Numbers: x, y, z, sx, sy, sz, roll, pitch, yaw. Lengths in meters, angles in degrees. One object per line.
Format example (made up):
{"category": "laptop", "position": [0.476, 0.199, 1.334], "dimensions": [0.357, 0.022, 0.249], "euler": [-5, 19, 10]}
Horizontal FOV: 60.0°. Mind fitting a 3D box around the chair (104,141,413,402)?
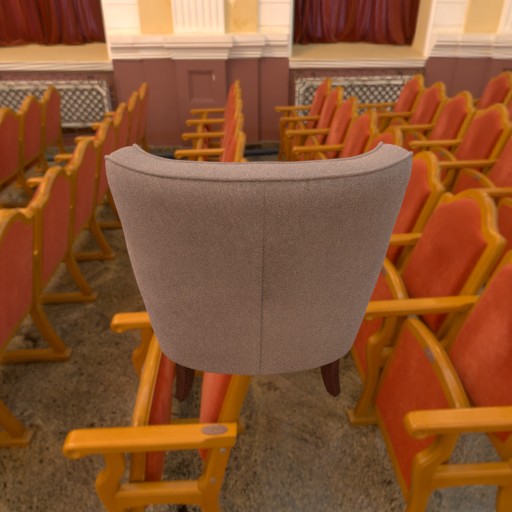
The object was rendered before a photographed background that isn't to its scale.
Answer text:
{"category": "chair", "position": [0.000, 0.000, 1.547], "dimensions": [0.781, 0.919, 0.910], "euler": [-1, 29, -2]}
